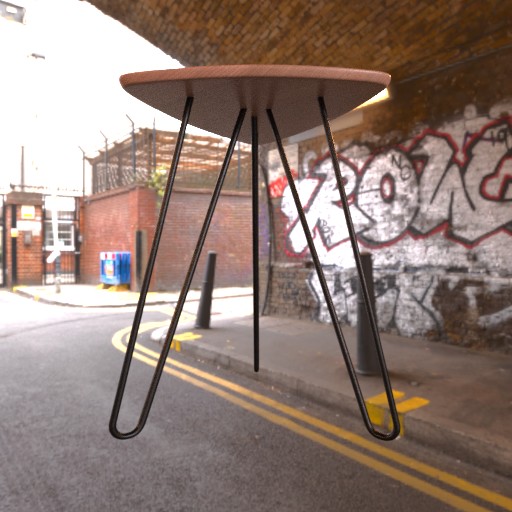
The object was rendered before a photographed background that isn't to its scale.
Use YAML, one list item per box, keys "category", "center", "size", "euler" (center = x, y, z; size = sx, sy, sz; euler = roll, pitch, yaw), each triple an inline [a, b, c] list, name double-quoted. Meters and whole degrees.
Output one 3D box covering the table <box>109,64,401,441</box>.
- category: "table"
  center: [0.000, 0.000, 0.877]
  size: [0.442, 0.564, 0.455]
  euler: [0, 0, 1]
